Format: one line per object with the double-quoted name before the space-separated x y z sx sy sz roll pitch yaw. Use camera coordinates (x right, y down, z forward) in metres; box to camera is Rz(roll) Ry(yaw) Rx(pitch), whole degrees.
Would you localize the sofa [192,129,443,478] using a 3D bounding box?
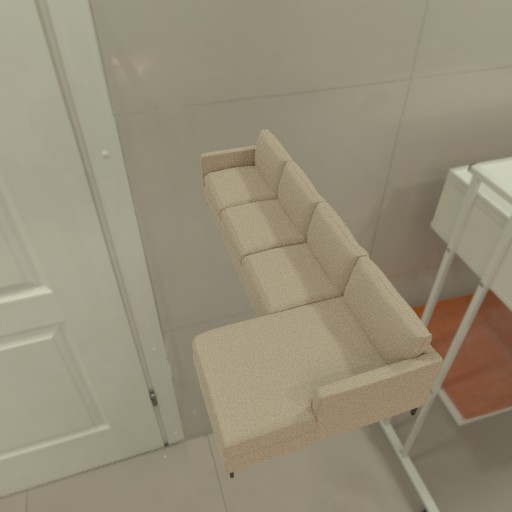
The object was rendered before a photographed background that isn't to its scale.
"sofa" 0.000 0.000 3.303 1.258 0.755 2.731 -12 42 -14
